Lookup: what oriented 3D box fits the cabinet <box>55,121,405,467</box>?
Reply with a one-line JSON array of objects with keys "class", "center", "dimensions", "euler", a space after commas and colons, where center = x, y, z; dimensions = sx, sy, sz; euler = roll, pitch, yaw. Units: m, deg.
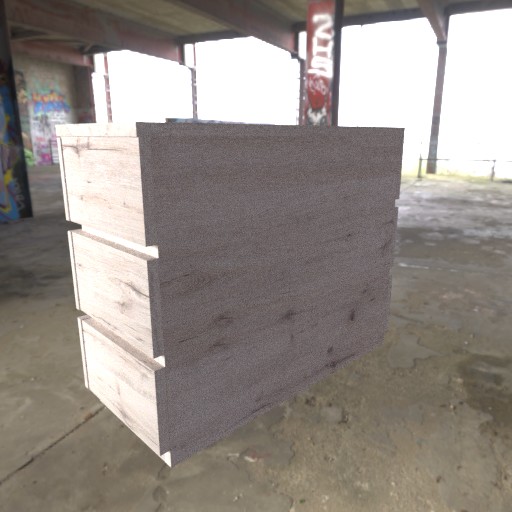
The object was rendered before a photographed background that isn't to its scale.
[{"class": "cabinet", "center": [0.000, 0.000, 1.458], "dimensions": [1.040, 0.820, 0.420], "euler": [-14, 21, -42]}]
